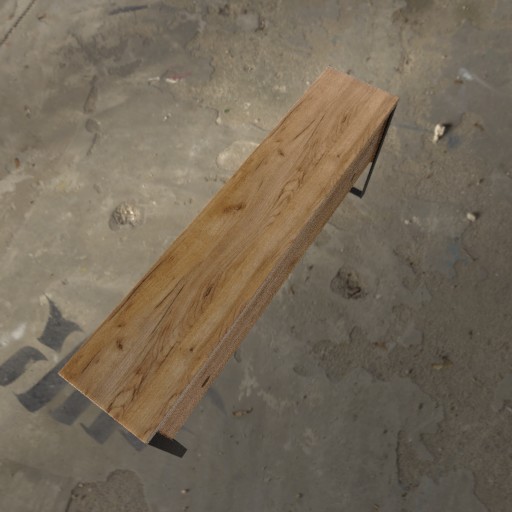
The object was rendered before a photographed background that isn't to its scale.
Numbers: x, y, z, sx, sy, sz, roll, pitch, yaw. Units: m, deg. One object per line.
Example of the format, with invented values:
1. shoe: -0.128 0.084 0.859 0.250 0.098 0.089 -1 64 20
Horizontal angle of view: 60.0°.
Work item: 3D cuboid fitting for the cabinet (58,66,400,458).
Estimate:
1. cabinet: 0.000 0.000 2.108 0.395 0.762 1.800 31 67 15
